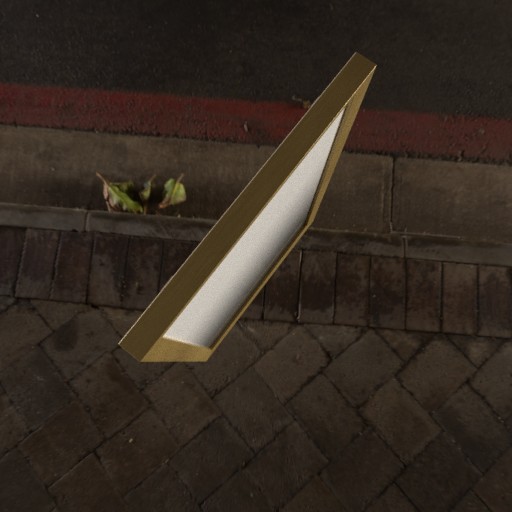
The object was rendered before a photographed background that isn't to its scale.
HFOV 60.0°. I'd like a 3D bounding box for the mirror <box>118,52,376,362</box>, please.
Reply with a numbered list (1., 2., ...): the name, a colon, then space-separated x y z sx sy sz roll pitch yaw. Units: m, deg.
1. mirror: 0.000 0.000 0.921 0.040 0.710 0.507 36 79 8
